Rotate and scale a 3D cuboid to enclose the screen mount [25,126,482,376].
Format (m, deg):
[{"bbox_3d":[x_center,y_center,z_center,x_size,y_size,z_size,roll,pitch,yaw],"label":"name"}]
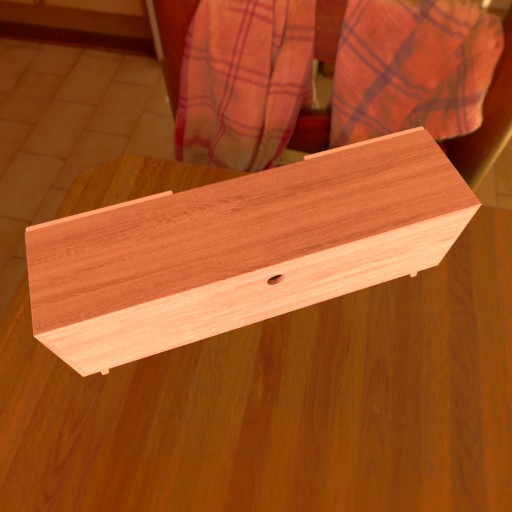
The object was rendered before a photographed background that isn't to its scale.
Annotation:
[{"bbox_3d":[0.000,0.000,1.751,1.500,0.570,0.420,-16,61,-9],"label":"screen mount"}]
